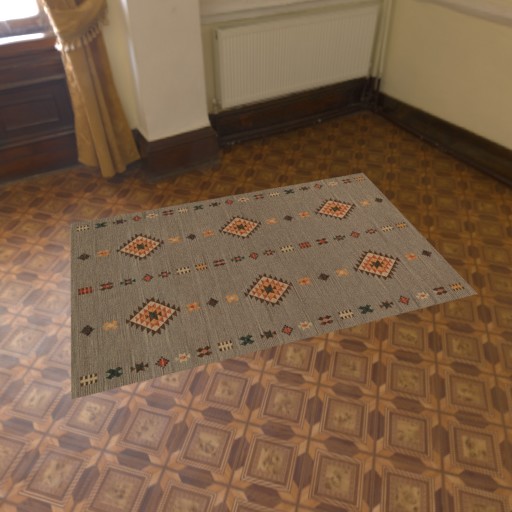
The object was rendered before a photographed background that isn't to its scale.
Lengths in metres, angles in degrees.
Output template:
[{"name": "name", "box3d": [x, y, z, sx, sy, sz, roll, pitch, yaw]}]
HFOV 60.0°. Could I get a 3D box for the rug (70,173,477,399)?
[{"name": "rug", "box3d": [0.000, 0.000, 3.041, 2.427, 0.007, 1.515, -12, 43, -13]}]
